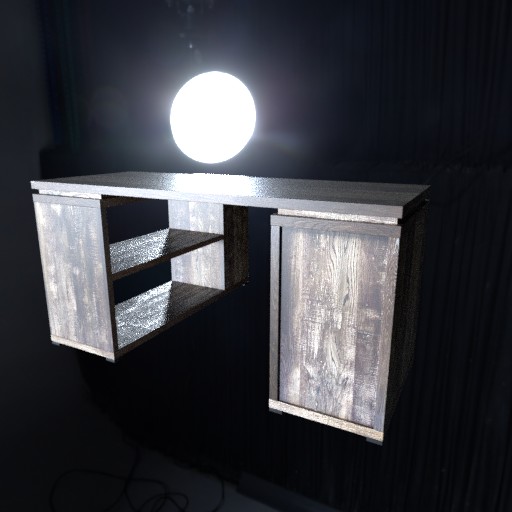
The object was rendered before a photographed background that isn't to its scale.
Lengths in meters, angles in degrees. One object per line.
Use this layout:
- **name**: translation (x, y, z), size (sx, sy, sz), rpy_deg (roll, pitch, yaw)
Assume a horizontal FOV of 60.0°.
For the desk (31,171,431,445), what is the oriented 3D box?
- **desk**: translation (0.000, 0.000, 2.145), size (1.524, 0.753, 1.200), rpy_deg (8, 17, 27)
